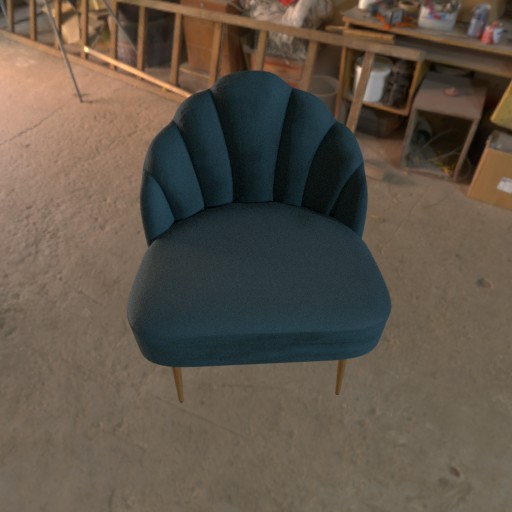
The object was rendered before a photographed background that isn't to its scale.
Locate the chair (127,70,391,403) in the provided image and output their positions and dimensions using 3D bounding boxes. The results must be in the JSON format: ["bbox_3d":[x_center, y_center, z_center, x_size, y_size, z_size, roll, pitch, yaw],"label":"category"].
[{"bbox_3d":[0.000,0.000,1.272,0.657,0.819,0.599,-2,47,-2],"label":"chair"}]
